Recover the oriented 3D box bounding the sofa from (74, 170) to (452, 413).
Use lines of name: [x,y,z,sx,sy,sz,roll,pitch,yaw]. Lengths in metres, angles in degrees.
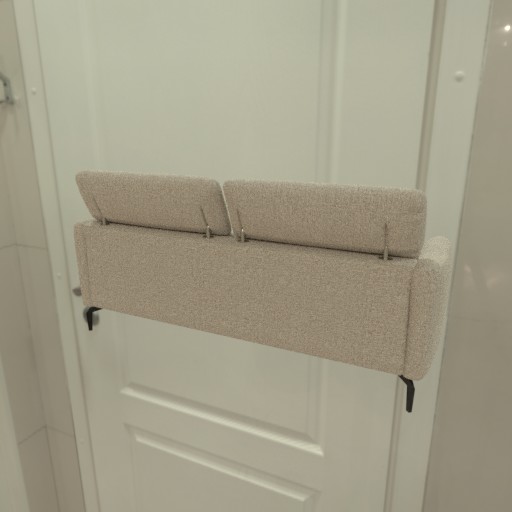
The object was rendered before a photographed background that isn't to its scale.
sofa: [0.000,0.000,2.495,2.015,0.956,0.856,8,18,24]
